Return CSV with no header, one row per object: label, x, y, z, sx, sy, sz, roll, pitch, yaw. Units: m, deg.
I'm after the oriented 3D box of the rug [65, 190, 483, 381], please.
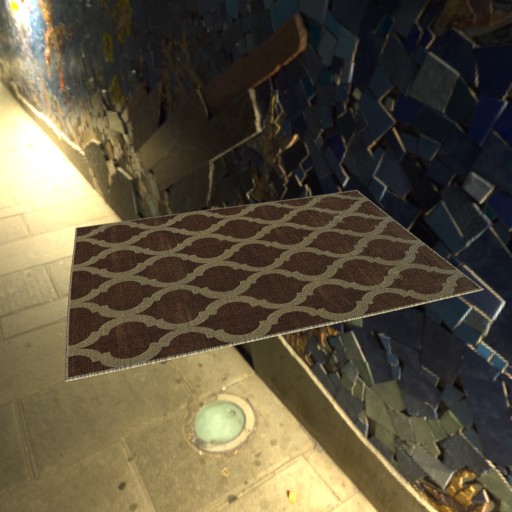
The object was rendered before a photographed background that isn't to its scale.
rug,0.000,0.000,2.877,2.284,0.008,1.522,-10,33,-15
